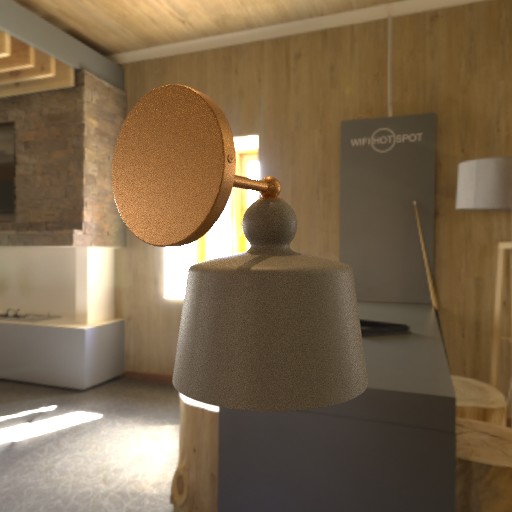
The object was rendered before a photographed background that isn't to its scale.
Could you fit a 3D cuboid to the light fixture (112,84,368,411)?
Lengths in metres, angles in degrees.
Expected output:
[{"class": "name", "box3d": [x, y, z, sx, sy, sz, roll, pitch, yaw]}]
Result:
[{"class": "light fixture", "box3d": [0.000, 0.000, 0.450, 0.204, 0.268, 0.254, 1, 1, 35]}]
